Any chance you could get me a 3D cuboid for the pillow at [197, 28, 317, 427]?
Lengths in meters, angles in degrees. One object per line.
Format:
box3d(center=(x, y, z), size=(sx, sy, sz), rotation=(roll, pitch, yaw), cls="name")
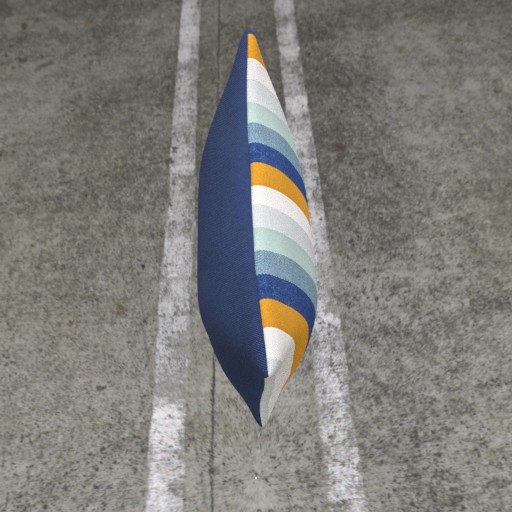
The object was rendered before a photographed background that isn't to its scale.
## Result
box3d(center=(0.000, 0.000, 0.697), size=(0.173, 0.454, 0.463), rotation=(-2, 63, -1), cls="pillow")
